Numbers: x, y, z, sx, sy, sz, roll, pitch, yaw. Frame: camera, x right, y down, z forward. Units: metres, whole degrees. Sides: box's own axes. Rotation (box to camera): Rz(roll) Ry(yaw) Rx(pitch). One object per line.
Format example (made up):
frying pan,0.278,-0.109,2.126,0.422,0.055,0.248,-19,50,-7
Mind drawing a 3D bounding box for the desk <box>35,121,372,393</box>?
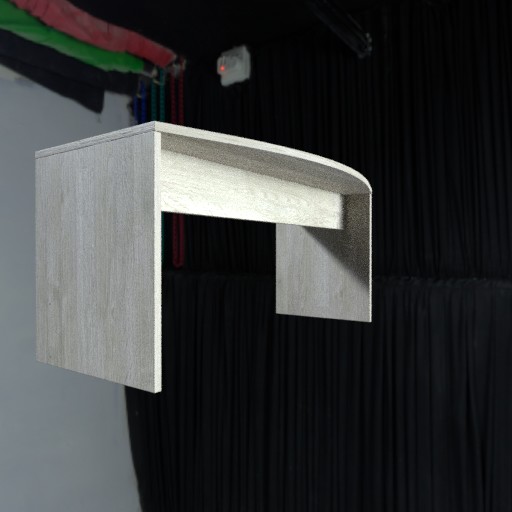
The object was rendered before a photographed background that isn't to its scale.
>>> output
desk,0.000,0.000,2.008,0.802,0.752,1.600,0,0,36
